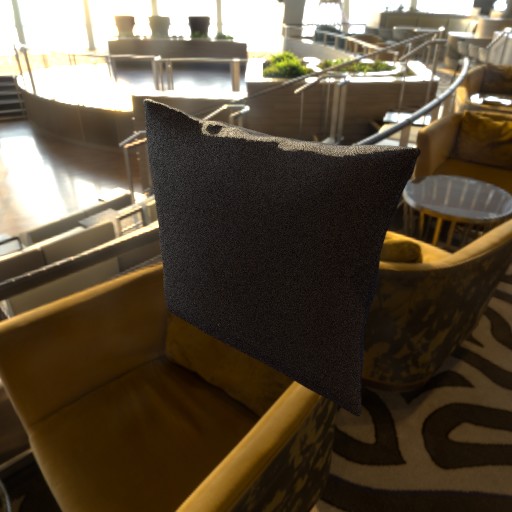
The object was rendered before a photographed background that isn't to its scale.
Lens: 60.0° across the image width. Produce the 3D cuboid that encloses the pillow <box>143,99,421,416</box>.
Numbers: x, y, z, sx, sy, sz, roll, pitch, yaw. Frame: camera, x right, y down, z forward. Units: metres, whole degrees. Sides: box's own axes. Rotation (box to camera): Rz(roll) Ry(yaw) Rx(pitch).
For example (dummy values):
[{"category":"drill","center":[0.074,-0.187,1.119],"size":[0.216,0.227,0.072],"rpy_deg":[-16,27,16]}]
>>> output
[{"category":"pillow","center":[0.000,0.000,0.710],"size":[0.452,0.439,0.204],"rpy_deg":[22,37,31]}]
